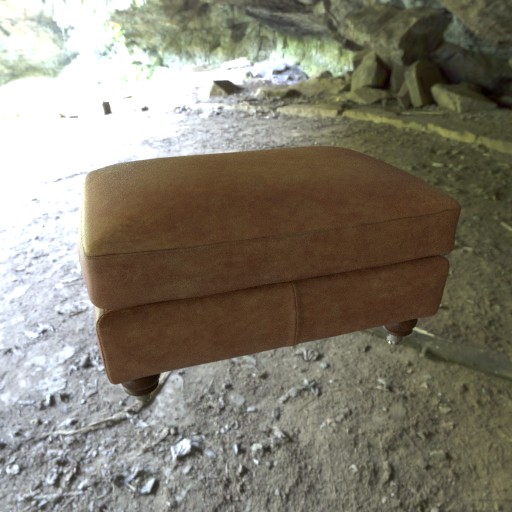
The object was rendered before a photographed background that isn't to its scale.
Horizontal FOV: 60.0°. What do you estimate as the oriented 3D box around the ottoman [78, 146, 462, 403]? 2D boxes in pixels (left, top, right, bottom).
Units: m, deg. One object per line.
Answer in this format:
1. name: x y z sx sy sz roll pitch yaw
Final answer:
1. ottoman: 0.000 0.000 1.198 0.852 0.507 0.565 -9 28 -16
